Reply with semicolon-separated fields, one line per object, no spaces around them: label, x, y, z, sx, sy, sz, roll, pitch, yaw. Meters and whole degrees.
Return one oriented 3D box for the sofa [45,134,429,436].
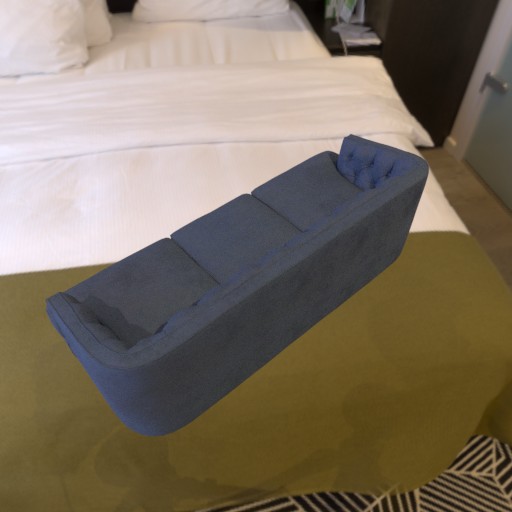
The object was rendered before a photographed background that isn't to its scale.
sofa;0.000;0.000;2.688;2.278;0.855;0.941;-32;55;-27
